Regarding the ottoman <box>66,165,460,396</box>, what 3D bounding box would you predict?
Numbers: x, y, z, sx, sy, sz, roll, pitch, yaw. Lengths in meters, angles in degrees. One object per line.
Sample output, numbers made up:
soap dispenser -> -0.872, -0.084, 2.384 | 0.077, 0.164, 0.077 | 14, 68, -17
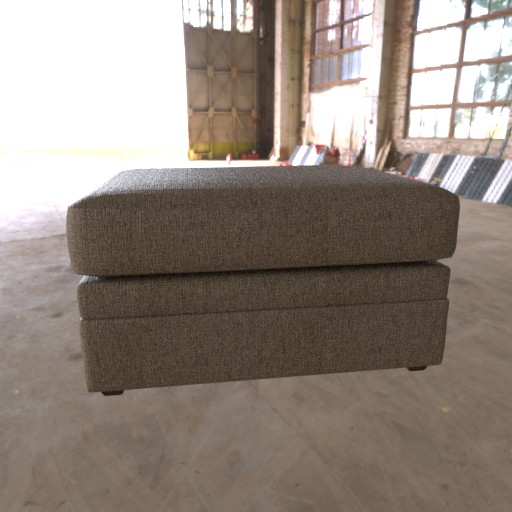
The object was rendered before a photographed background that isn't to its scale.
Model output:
ottoman -> 0.000, 0.000, 1.260 | 0.885, 0.478, 0.637 | -2, 16, -8
